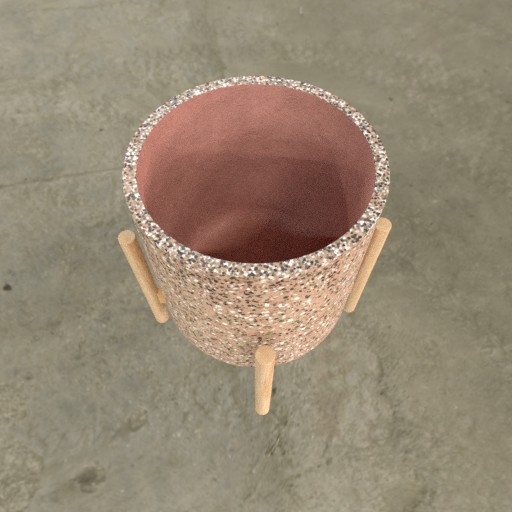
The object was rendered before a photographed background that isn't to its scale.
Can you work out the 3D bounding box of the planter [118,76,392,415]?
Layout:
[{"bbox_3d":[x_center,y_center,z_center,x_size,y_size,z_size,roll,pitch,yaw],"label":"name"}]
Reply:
[{"bbox_3d":[0.000,0.000,0.686,0.360,0.419,0.360,16,60,10],"label":"planter"}]
